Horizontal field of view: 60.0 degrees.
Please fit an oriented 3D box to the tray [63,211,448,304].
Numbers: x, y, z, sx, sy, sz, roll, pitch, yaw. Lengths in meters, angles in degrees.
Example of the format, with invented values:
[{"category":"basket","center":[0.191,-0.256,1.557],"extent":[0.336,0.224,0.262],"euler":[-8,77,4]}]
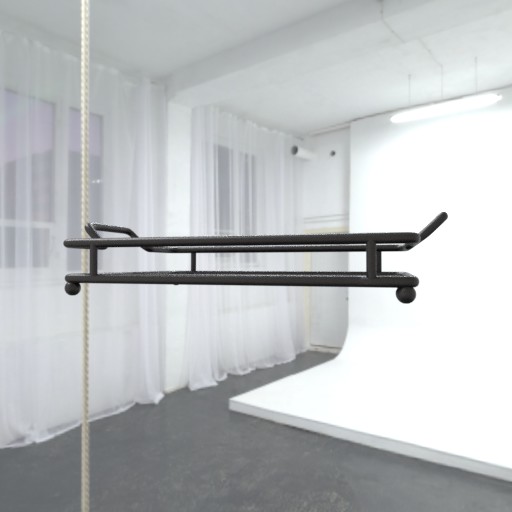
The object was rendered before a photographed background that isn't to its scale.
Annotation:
[{"category":"tray","center":[0.000,0.000,0.629],"extent":[0.495,0.101,0.297],"euler":[0,-1,17]}]
